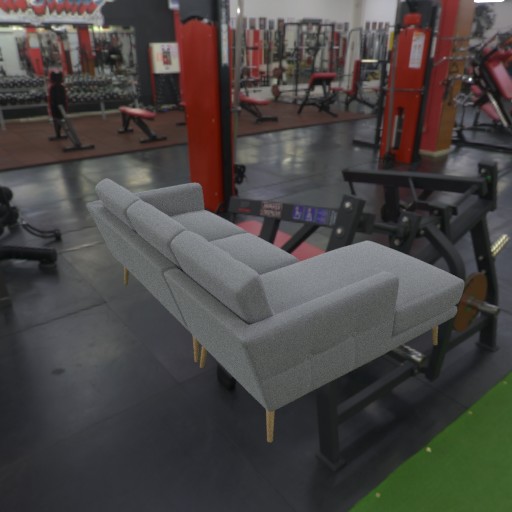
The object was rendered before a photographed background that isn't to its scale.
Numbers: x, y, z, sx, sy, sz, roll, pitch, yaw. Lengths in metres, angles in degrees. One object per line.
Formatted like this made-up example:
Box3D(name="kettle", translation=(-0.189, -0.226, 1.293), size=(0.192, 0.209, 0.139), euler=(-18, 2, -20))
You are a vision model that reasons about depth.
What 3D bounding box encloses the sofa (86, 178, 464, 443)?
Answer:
Box3D(name="sofa", translation=(0.000, 0.000, 2.877), size=(1.530, 0.860, 2.040), euler=(-17, 30, -32))
